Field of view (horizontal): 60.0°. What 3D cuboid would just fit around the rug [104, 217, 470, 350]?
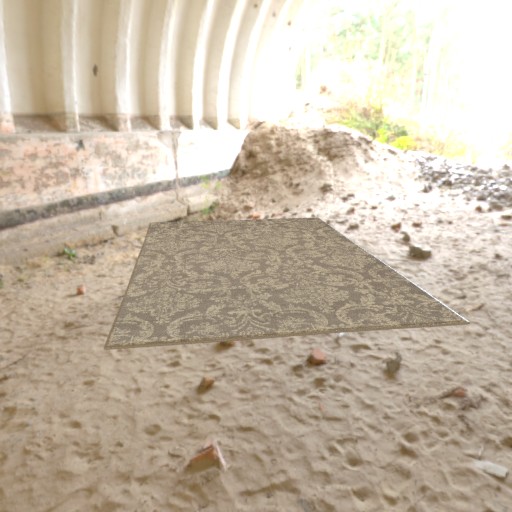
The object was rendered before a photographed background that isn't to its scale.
[{"bbox_3d":[0.000,0.000,3.447,1.819,0.018,2.746,-2,17,-8],"label":"rug"}]
